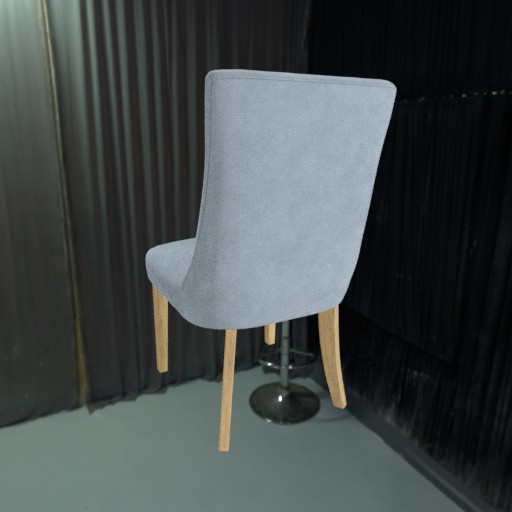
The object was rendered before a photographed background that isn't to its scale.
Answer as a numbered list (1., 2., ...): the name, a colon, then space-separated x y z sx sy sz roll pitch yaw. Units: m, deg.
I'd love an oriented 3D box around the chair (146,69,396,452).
1. chair: 0.000 0.000 1.252 0.495 0.902 0.610 -8 18 -27
